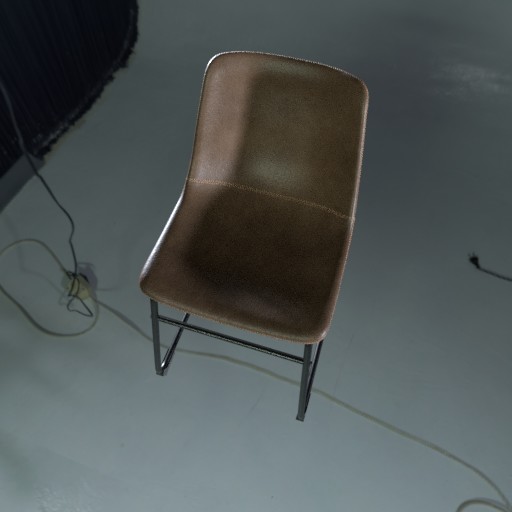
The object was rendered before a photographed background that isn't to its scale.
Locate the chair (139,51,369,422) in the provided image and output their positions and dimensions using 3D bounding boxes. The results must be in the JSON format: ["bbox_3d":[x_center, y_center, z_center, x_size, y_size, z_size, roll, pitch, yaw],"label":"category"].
[{"bbox_3d":[0.000,0.000,1.132,0.460,0.780,0.551,15,59,9],"label":"chair"}]
